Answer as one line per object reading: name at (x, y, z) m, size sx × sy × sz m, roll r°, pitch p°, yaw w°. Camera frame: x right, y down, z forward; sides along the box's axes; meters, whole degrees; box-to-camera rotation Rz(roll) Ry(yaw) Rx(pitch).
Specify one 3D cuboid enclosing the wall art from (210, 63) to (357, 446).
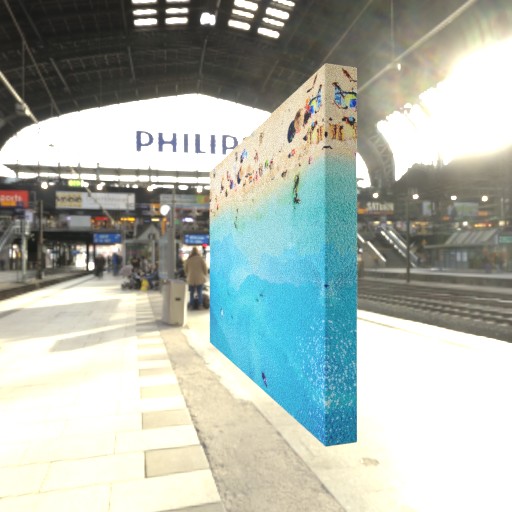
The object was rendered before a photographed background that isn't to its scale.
wall art at (0.000, 0.000, 1.121) m, size 0.057 × 0.595 × 0.894 m, roll 0°, pitch 0°, yaw -17°
